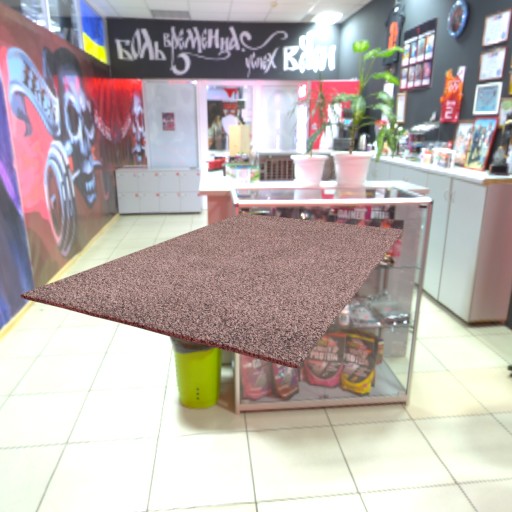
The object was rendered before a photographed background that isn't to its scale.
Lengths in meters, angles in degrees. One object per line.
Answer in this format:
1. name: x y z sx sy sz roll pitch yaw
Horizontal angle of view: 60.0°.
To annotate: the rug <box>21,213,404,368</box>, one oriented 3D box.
1. rug: 0.000 0.000 3.426 1.778 0.030 2.743 8 19 25
